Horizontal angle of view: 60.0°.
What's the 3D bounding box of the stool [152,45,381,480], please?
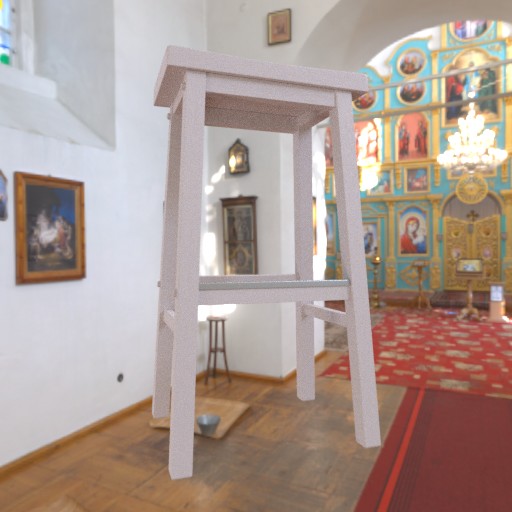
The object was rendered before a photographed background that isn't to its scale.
[{"bbox_3d":[0.000,0.000,0.948,0.406,0.742,0.322,0,0,-19],"label":"stool"}]
